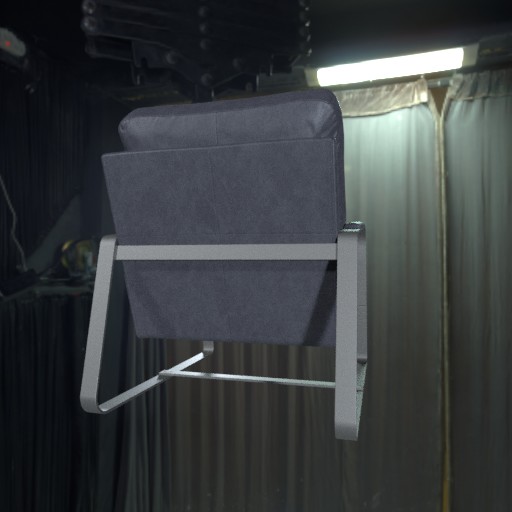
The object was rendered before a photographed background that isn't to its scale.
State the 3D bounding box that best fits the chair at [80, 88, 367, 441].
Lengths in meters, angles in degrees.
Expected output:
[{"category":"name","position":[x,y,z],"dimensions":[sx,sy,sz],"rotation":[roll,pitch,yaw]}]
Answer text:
[{"category":"chair","position":[0.000,0.000,1.468],"dimensions":[0.692,0.839,0.878],"rotation":[0,-1,16]}]
